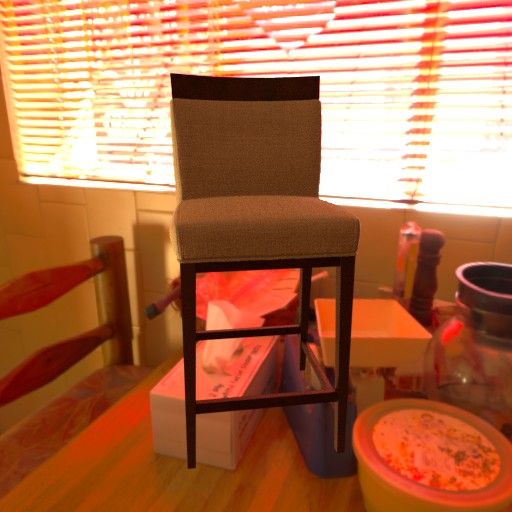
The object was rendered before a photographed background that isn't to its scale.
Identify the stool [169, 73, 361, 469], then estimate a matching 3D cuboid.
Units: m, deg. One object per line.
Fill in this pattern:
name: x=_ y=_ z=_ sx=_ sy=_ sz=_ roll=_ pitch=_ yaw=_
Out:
stool: x=0.000 y=0.000 z=1.275 sx=0.463 sy=1.011 sz=0.480 roll=-2 pitch=17 yaw=-8
